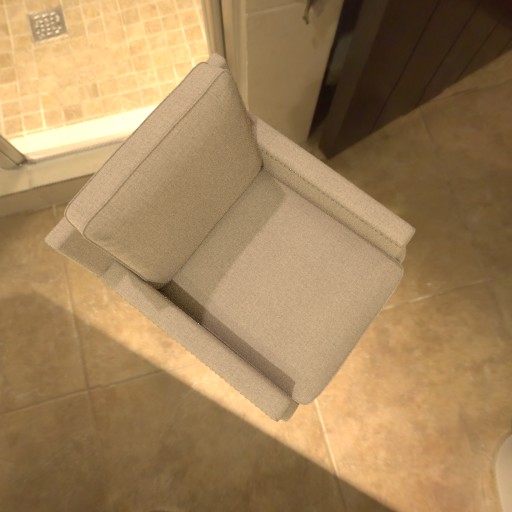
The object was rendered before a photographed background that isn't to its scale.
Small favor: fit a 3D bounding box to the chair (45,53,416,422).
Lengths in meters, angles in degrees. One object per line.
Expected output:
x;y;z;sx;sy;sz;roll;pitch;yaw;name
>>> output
0.000;0.000;1.687;1.014;0.943;0.853;37;80;8;chair
